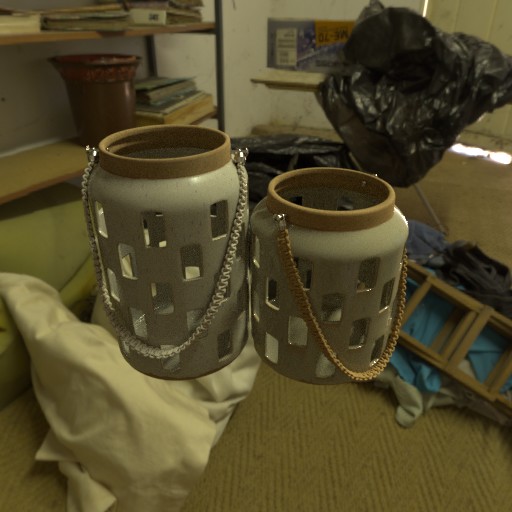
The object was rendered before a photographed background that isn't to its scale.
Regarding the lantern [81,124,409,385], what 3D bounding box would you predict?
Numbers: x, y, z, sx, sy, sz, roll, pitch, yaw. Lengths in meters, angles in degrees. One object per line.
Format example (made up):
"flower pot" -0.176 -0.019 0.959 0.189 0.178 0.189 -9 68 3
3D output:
"lantern" 0.000 0.000 0.496 0.347 0.255 0.184 1 30 2
